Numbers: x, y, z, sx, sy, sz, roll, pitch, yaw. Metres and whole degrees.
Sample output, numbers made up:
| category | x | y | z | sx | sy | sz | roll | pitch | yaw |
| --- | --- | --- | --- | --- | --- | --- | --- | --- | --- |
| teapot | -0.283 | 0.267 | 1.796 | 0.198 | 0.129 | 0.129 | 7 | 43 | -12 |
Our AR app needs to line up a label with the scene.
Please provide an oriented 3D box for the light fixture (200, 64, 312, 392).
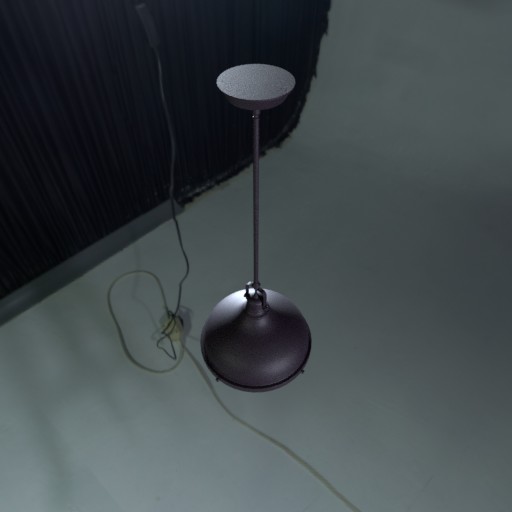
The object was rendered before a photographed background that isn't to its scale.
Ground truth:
| category | x | y | z | sx | sy | sz | roll | pitch | yaw |
| --- | --- | --- | --- | --- | --- | --- | --- | --- | --- |
| light fixture | 0.000 | 0.000 | 1.045 | 0.341 | 0.849 | 0.341 | 31 | 54 | 26 |
